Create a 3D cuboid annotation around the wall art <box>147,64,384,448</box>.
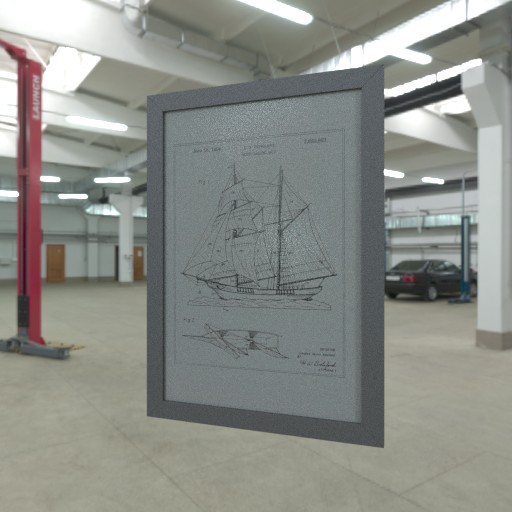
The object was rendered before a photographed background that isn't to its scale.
[{"bbox_3d":[0.000,0.000,0.682,0.380,0.534,0.013,0,0,19],"label":"wall art"}]
